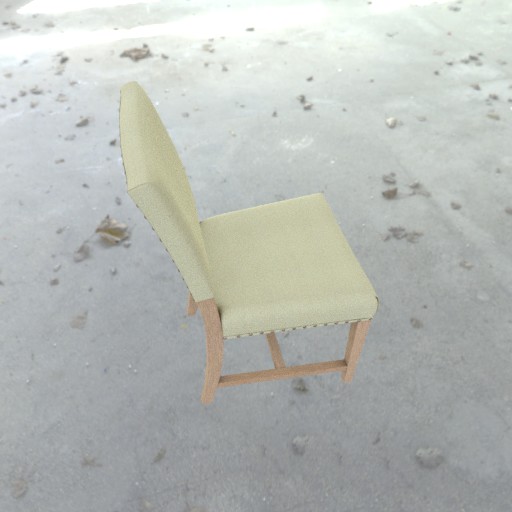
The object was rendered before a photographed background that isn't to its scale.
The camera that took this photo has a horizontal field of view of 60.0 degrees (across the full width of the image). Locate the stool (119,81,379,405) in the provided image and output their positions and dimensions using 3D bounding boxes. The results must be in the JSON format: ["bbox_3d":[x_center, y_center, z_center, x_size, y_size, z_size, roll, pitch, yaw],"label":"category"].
[{"bbox_3d":[0.000,0.000,1.378,0.623,0.986,0.508,-10,48,-9],"label":"stool"}]
